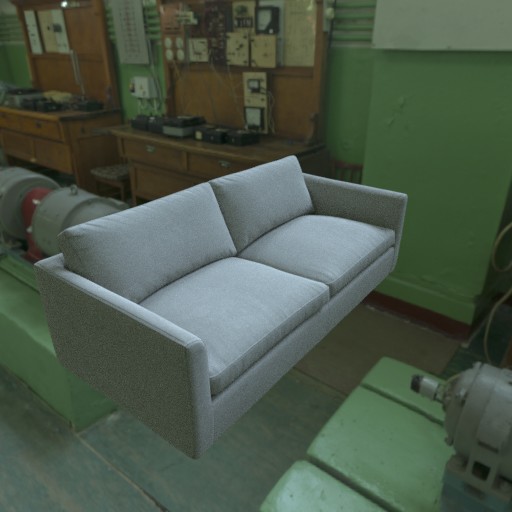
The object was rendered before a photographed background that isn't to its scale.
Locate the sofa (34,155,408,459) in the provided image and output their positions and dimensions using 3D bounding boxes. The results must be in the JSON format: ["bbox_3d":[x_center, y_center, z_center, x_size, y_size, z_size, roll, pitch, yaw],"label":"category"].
[{"bbox_3d":[0.000,0.000,2.784,1.090,0.838,2.588,18,31,33],"label":"sofa"}]
